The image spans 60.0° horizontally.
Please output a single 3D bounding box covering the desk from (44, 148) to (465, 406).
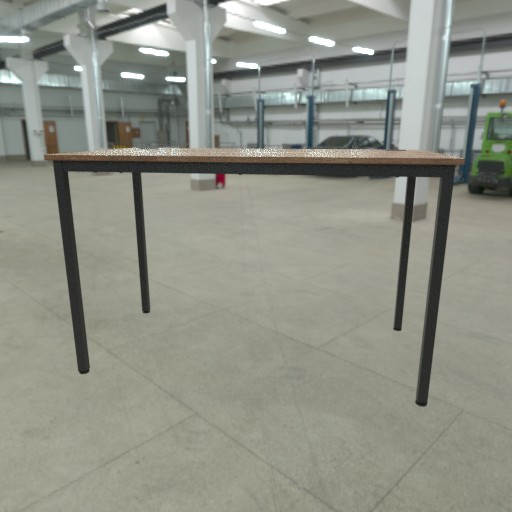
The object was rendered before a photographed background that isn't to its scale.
[{"bbox_3d":[0.000,0.000,1.628,1.200,0.749,0.600,3,16,9],"label":"desk"}]
